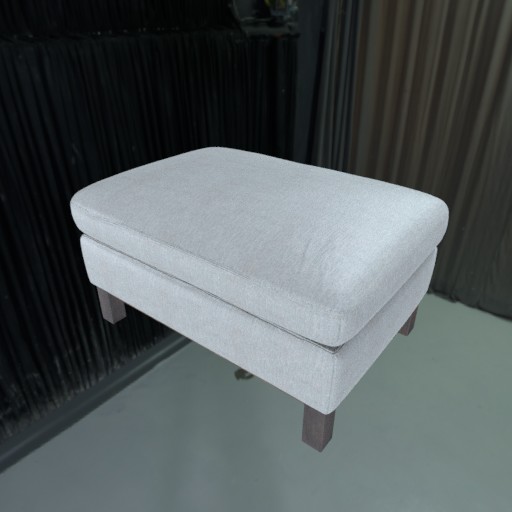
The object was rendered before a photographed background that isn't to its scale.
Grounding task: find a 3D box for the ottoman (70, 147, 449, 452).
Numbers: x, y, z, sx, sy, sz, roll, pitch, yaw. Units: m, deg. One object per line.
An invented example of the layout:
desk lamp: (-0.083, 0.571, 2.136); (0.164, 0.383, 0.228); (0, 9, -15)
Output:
ottoman: (0.000, 0.000, 1.065); (0.735, 0.404, 0.528); (21, 35, 32)
